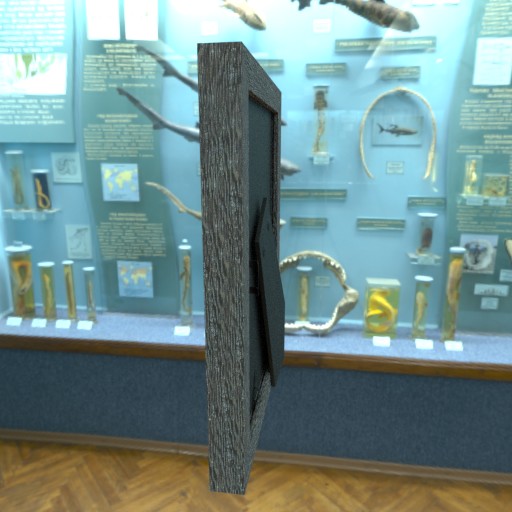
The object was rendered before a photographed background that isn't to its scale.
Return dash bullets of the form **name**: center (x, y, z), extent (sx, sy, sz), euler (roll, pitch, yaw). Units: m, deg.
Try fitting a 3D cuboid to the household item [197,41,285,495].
- **household item**: center (0.000, 0.000, 0.235), extent (0.020, 0.180, 0.133), euler (2, 13, 9)
